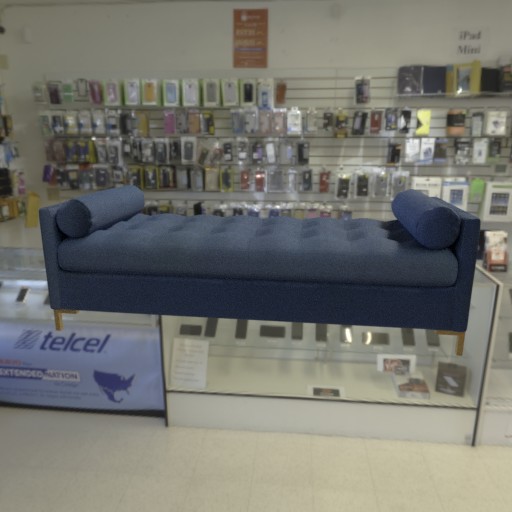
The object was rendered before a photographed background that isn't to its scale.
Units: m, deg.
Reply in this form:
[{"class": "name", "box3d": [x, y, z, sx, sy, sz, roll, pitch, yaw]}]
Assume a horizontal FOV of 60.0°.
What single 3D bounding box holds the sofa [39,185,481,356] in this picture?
[{"class": "sofa", "box3d": [0.000, 0.000, 2.484, 2.102, 0.705, 0.796, 2, 15, 8]}]
